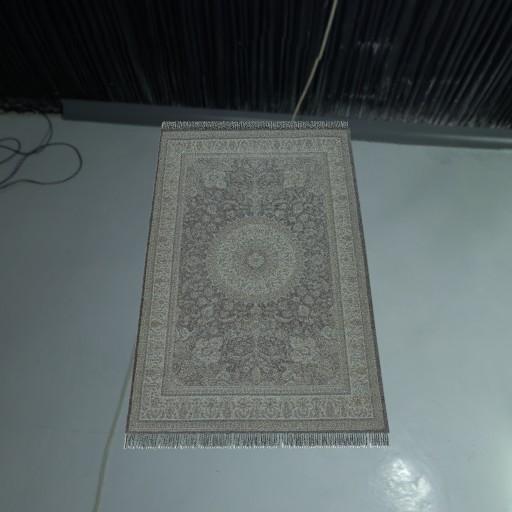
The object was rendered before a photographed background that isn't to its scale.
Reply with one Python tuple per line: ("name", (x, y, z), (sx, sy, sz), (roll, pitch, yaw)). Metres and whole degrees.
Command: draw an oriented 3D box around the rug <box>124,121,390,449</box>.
("rug", (0.000, 0.000, 3.059), (1.528, 0.010, 2.440), (0, 64, 0))
